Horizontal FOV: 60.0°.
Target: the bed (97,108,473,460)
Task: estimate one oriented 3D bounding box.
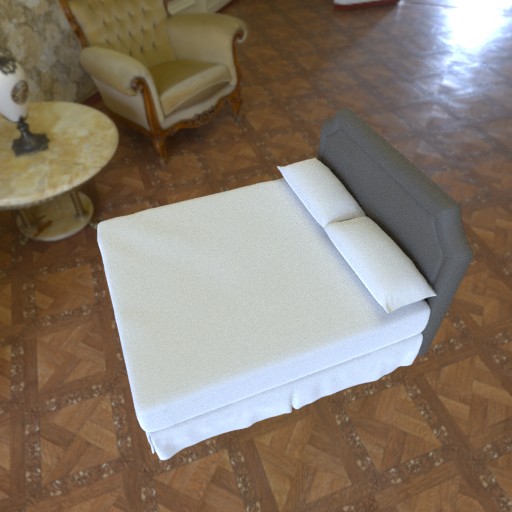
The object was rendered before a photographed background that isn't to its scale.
[{"bbox_3d":[0.000,0.000,3.853,2.536,1.561,2.194,-16,47,-15],"label":"bed"}]
